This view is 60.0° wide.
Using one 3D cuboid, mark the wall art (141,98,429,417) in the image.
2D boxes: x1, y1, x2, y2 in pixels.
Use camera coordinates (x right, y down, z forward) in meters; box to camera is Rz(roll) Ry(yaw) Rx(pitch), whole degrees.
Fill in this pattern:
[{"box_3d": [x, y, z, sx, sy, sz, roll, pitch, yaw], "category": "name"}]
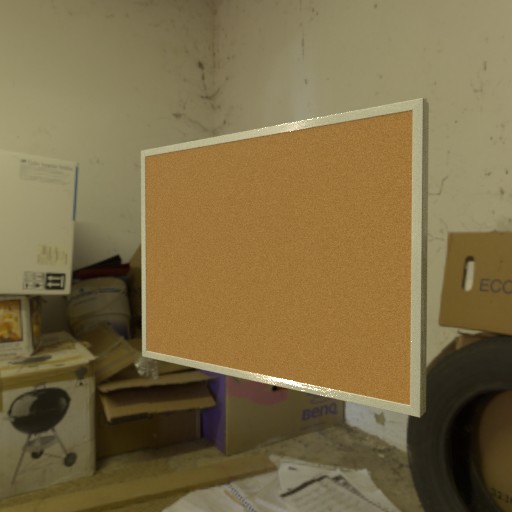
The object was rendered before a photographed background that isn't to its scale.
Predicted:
[{"box_3d": [0.000, 0.000, 1.415, 1.041, 0.787, 0.053, 1, 2, 36], "category": "wall art"}]
